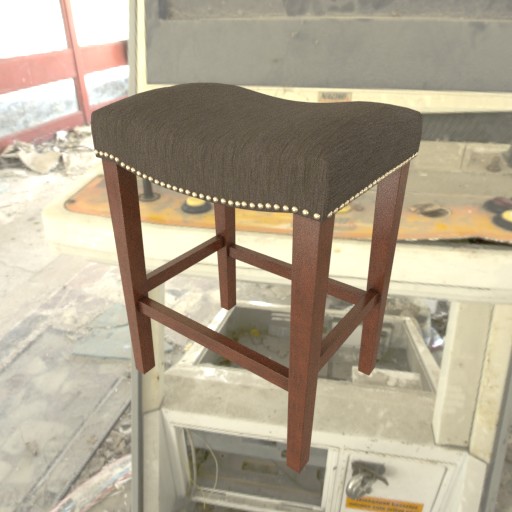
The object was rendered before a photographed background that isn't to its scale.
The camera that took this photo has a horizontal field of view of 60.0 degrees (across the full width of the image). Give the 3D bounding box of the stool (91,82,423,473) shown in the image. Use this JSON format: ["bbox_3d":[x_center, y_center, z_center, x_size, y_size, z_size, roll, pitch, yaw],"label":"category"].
[{"bbox_3d":[0.000,0.000,0.952,0.504,0.654,0.372,20,35,31],"label":"stool"}]
